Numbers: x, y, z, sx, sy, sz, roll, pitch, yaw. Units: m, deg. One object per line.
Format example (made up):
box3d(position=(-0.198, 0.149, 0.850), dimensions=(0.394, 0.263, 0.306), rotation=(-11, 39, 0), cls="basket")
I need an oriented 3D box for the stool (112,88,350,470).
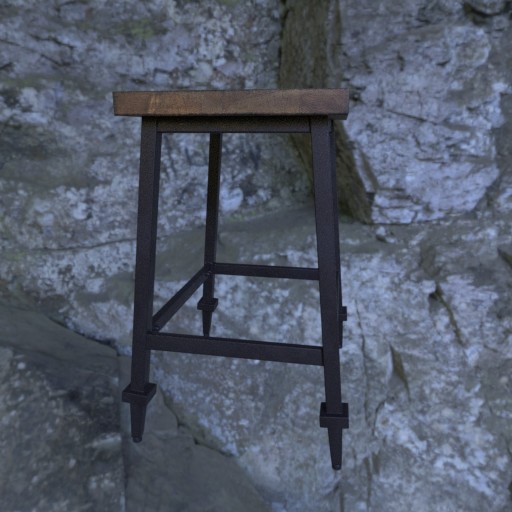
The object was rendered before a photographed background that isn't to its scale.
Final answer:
box3d(position=(0.000, 0.000, 0.937), dimensions=(0.405, 0.625, 0.486), rotation=(3, 16, 10), cls="stool")
